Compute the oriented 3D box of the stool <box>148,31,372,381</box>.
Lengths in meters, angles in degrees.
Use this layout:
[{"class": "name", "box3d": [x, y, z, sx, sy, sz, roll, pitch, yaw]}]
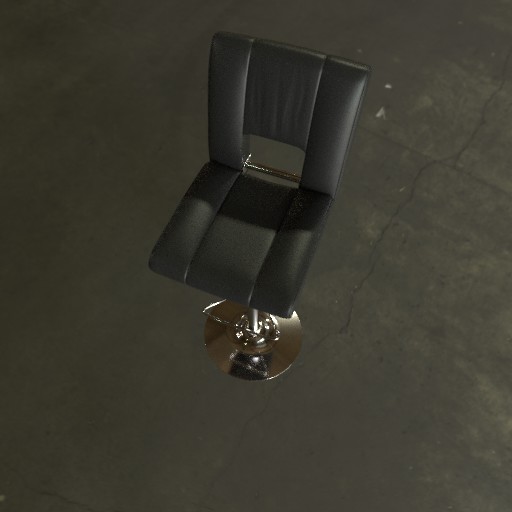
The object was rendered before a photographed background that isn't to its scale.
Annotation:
[{"class": "stool", "box3d": [0.000, 0.000, 1.399, 0.415, 1.151, 0.520, 18, 60, 11]}]
